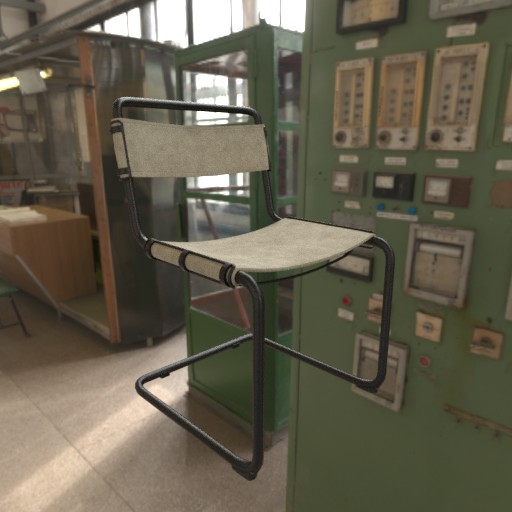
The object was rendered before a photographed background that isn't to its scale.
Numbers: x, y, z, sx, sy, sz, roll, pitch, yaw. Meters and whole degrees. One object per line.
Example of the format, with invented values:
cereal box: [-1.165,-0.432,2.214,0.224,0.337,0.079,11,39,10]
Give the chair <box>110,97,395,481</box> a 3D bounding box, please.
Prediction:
chair: [0.000,0.000,1.088,0.499,0.747,0.497,-13,19,-43]
